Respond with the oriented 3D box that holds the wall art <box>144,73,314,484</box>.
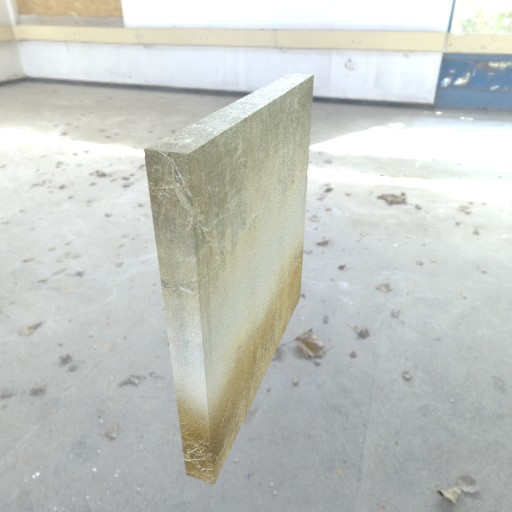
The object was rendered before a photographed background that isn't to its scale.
[{"bbox_3d":[0.000,0.000,0.600,0.038,0.407,0.405,10,32,17],"label":"wall art"}]
